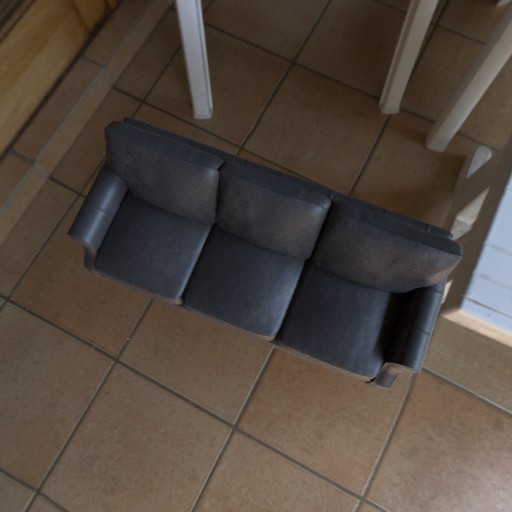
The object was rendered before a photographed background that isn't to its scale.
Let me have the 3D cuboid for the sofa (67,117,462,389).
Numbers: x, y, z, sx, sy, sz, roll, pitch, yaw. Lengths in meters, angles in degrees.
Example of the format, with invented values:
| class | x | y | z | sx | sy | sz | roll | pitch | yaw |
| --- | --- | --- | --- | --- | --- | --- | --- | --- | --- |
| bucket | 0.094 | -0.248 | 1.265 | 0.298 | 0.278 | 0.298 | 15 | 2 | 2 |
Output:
| class | x | y | z | sx | sy | sz | roll | pitch | yaw |
| --- | --- | --- | --- | --- | --- | --- | --- | --- | --- |
| sofa | 0.000 | 0.000 | 2.929 | 2.387 | 0.977 | 0.974 | 21 | 75 | 6 |
